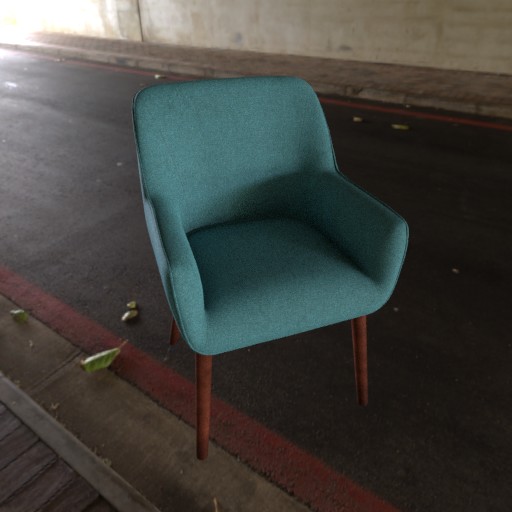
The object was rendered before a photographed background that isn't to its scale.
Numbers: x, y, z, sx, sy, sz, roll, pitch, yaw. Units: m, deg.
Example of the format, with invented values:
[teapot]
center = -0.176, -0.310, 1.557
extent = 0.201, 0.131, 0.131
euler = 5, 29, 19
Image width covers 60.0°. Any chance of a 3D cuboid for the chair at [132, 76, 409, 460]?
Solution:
[chair]
center = 0.000, 0.000, 1.160
extent = 0.543, 0.803, 0.519
euler = -11, 33, -18
